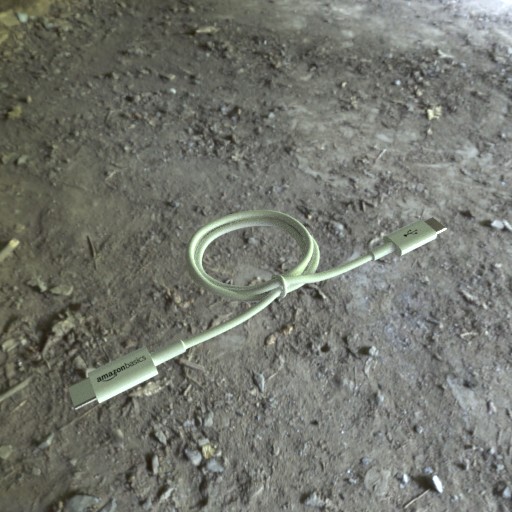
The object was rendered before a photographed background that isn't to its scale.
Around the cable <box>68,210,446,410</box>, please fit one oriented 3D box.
[{"bbox_3d":[0.000,0.000,0.226,0.203,0.014,0.070,-24,52,-20],"label":"cable"}]
